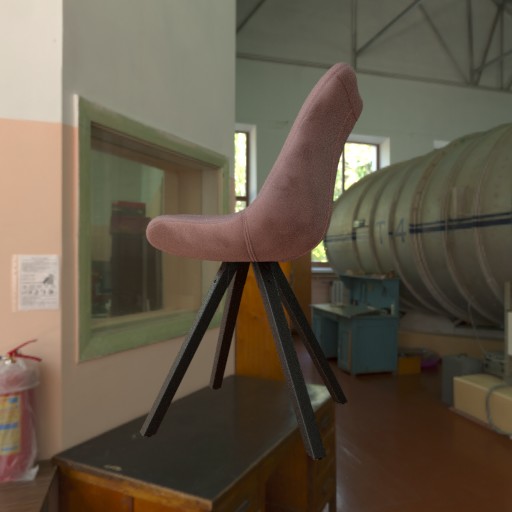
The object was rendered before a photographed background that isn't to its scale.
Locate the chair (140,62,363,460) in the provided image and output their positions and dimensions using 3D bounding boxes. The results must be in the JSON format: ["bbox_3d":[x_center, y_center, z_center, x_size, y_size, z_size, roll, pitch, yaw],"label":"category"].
[{"bbox_3d":[0.000,0.000,1.192,0.547,0.865,0.483,0,0,19],"label":"chair"}]
